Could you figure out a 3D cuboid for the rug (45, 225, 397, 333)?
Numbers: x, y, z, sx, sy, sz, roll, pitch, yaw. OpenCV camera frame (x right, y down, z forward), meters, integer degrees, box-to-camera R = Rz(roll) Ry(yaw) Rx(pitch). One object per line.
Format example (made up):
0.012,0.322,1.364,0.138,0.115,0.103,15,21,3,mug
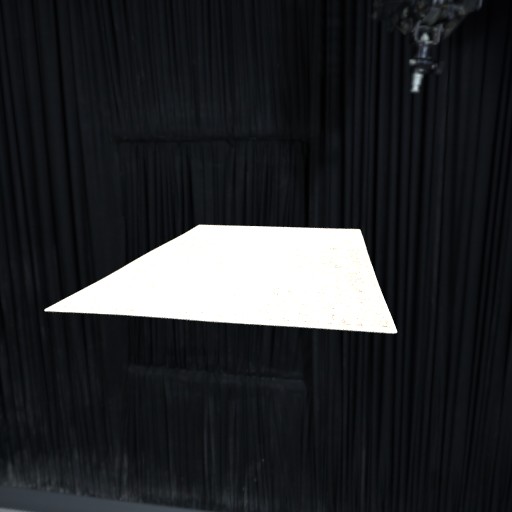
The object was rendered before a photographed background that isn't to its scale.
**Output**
0.000,0.000,3.026,1.529,0.012,2.435,2,13,9,rug
